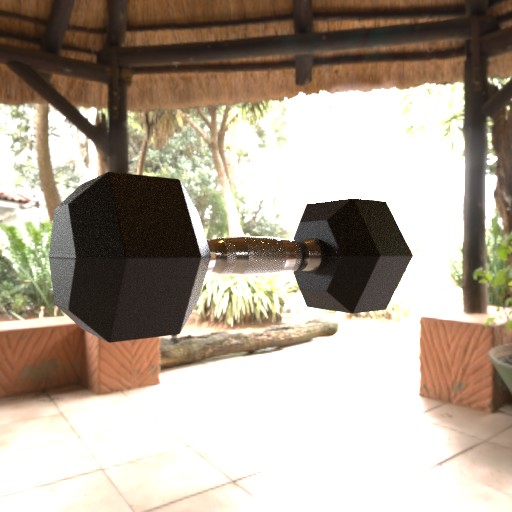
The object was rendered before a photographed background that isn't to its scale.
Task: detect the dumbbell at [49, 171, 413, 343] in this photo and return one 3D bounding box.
[{"bbox_3d":[0.000,0.000,0.360,0.297,0.101,0.116,0,1,-36],"label":"dumbbell"}]
